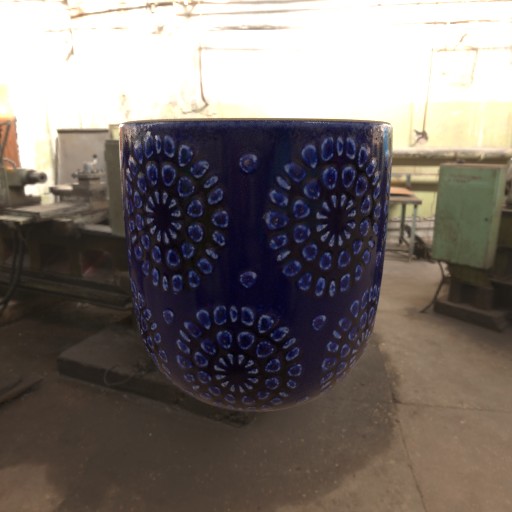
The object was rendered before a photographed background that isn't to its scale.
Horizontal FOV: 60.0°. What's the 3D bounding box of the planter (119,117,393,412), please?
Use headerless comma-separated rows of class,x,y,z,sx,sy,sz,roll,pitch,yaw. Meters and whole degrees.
planter,0.000,0.000,0.195,0.109,0.112,0.109,0,15,0
